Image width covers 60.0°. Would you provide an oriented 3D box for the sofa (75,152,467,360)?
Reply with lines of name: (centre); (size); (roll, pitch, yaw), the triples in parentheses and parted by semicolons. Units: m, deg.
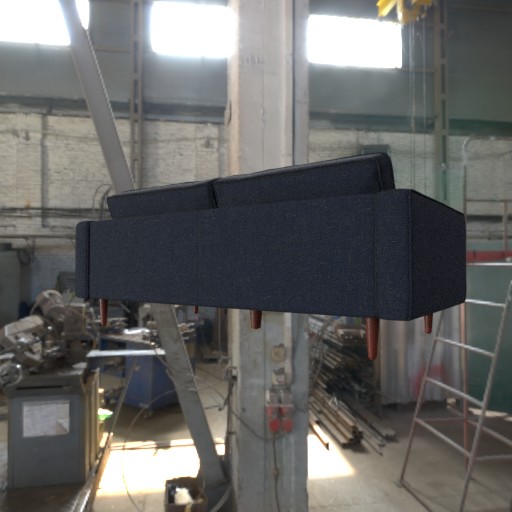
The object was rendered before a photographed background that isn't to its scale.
sofa: (0.000, 0.000, 2.321); (1.880, 0.762, 0.914); (-1, -2, 36)
